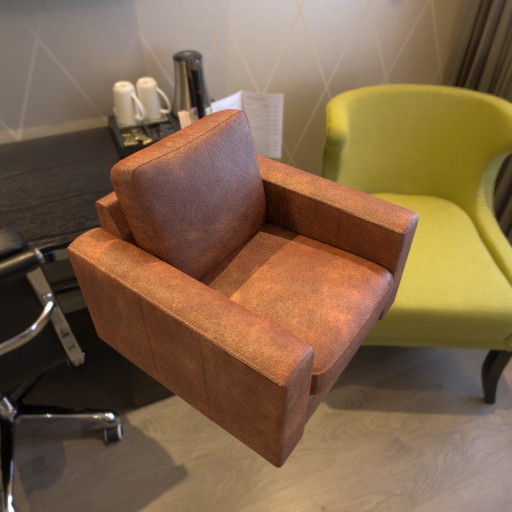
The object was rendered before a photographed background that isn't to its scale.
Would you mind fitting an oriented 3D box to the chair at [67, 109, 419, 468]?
[{"bbox_3d":[0.000,0.000,1.789,1.016,0.873,1.005,26,48,26],"label":"chair"}]
